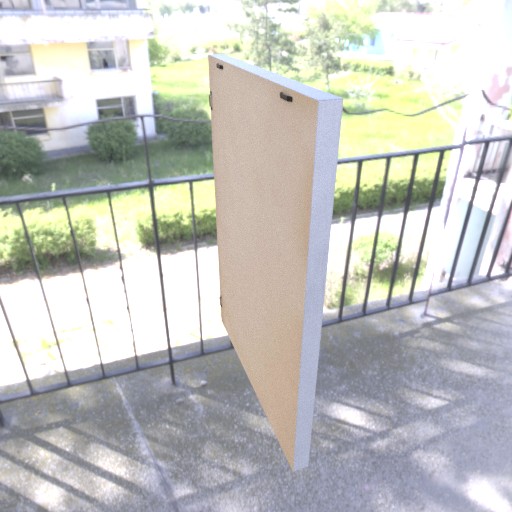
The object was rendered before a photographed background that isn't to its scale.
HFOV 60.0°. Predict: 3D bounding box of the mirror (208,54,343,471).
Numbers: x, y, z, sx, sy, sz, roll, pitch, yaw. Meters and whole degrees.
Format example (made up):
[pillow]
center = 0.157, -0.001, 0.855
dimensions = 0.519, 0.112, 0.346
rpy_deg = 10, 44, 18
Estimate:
[mirror]
center = 0.000, 0.000, 0.912
dimensions = 0.039, 0.710, 0.507
rpy_deg = -11, 32, -17
